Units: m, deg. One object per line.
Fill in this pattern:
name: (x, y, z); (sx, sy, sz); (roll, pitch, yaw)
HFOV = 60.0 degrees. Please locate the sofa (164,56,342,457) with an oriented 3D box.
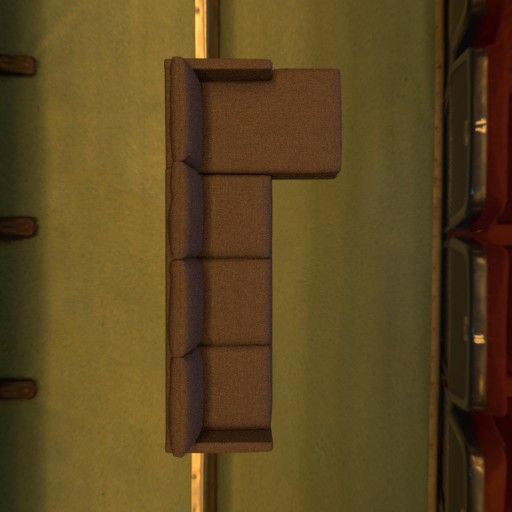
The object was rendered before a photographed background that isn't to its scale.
sofa: (0.000, 0.000, 3.769); (1.483, 0.892, 3.221); (0, 90, -2)
